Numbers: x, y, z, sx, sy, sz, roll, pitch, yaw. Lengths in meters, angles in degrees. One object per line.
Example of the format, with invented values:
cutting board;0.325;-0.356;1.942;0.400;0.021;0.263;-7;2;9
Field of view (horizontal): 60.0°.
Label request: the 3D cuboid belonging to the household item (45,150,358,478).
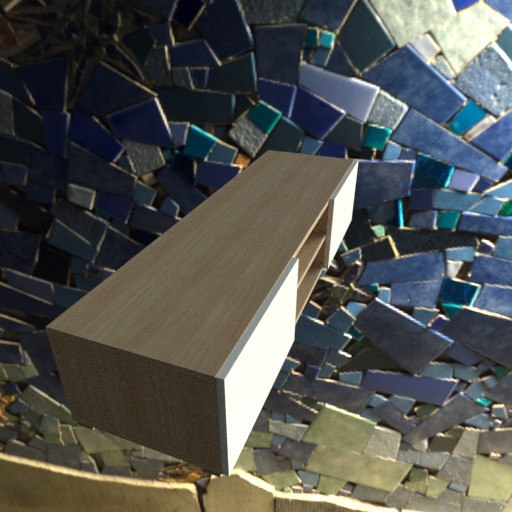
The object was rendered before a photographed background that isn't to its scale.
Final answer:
household item;0.000;0.000;1.522;0.420;0.310;1.400;11;32;18
